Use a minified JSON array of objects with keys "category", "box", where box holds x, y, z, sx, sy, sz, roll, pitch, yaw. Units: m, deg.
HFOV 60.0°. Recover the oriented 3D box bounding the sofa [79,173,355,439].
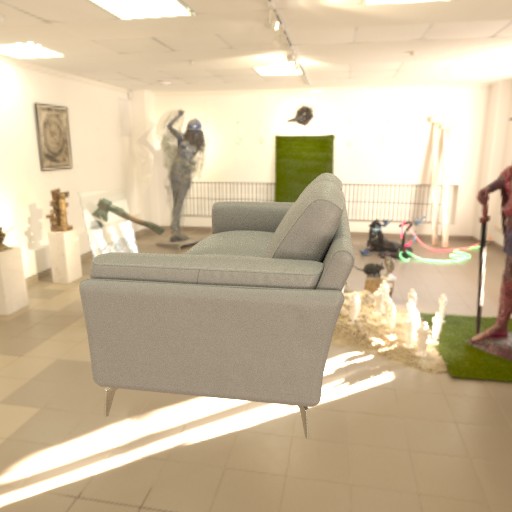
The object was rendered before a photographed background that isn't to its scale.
[{"category":"sofa","box":[0.000,0.000,2.636,1.049,0.930,2.101,2,14,10]}]
